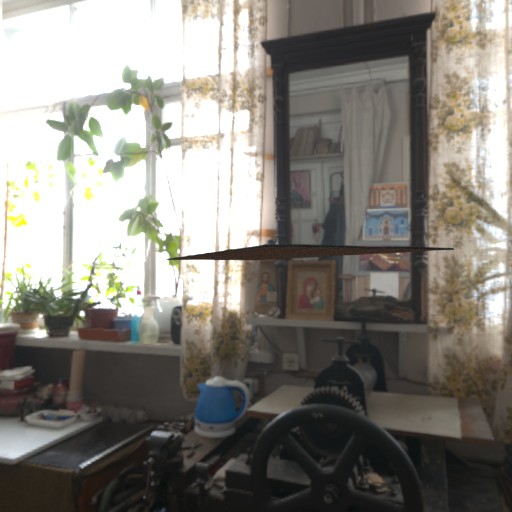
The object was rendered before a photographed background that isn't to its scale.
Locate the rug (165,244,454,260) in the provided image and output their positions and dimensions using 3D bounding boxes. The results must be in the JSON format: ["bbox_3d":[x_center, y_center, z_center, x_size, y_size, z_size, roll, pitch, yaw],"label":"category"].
[{"bbox_3d":[0.000,0.000,2.763,0.801,0.010,2.459,1,-2,-19],"label":"rug"}]
